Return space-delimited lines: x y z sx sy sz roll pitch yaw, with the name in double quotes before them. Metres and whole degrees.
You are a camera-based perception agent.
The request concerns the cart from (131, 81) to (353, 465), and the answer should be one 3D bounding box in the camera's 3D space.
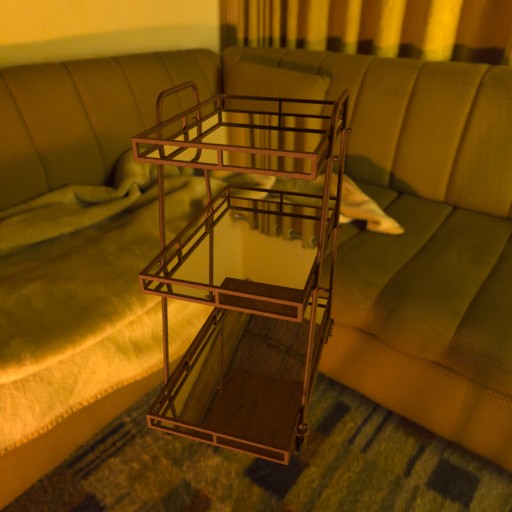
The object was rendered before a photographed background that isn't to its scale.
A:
"cart" 0.000 0.000 1.240 0.441 0.883 0.711 9 31 15
